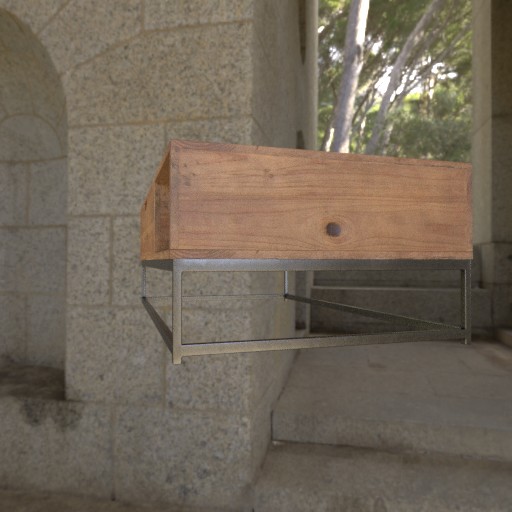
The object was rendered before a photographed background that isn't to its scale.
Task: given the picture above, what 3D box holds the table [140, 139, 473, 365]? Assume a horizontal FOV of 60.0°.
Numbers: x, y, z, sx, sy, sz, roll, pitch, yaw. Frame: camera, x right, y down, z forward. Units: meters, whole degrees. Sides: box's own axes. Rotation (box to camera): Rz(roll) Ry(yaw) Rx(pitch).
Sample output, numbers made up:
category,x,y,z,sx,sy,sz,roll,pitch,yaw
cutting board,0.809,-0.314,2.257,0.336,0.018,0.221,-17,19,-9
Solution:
category,x,y,z,sx,sy,sz,roll,pitch,yaw
table,0.000,0.000,1.393,0.655,0.395,1.101,0,-1,-17
